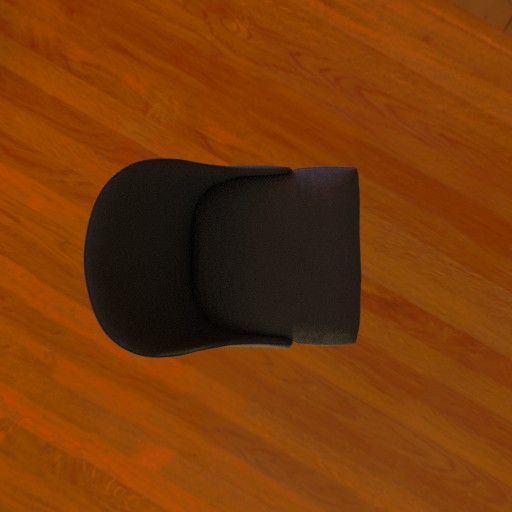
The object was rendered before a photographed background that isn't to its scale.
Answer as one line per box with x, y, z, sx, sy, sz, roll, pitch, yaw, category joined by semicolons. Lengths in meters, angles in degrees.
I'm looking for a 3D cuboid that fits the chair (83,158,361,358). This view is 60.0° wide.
0.000;0.000;1.179;0.559;0.896;0.478;0;91;1;chair
